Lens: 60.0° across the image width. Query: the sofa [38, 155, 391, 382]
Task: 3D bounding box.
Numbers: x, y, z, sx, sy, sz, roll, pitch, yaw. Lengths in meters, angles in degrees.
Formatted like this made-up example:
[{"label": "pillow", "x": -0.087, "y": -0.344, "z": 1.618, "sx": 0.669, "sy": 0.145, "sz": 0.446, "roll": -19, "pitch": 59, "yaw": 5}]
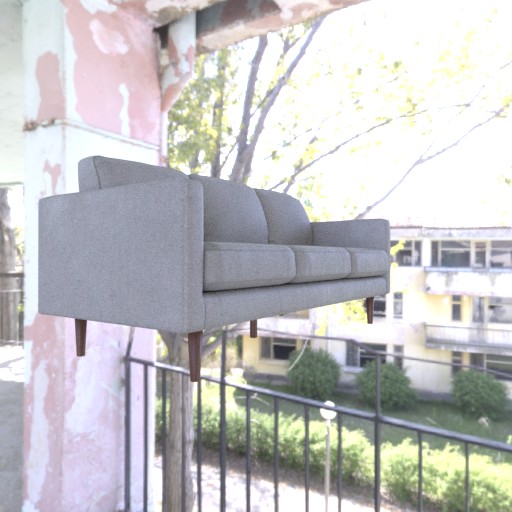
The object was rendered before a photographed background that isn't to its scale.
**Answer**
[{"label": "sofa", "x": 0.000, "y": 0.000, "z": 2.480, "sx": 0.944, "sy": 0.918, "sz": 1.983, "roll": 0, "pitch": 0, "yaw": 35}]
